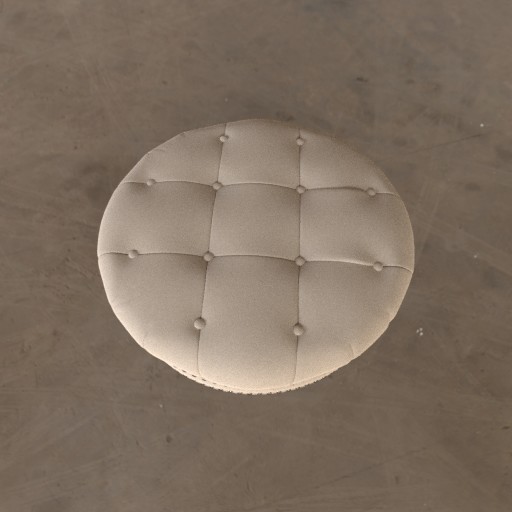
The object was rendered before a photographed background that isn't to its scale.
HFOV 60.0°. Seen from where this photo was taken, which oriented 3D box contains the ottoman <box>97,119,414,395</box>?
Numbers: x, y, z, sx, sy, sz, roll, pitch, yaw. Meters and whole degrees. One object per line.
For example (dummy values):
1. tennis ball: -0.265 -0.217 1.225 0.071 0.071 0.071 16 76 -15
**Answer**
1. ottoman: 0.000 0.000 1.409 0.901 0.439 0.901 0 60 0
